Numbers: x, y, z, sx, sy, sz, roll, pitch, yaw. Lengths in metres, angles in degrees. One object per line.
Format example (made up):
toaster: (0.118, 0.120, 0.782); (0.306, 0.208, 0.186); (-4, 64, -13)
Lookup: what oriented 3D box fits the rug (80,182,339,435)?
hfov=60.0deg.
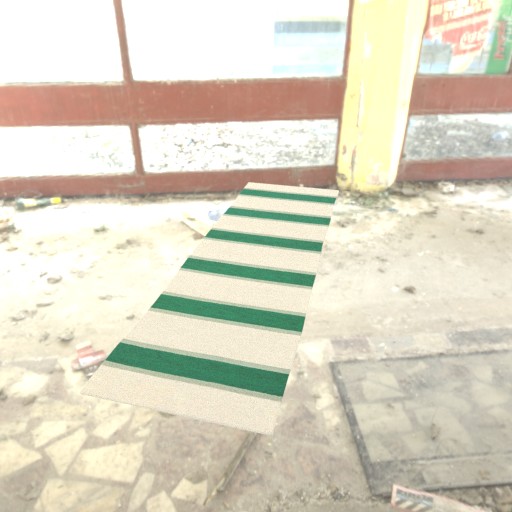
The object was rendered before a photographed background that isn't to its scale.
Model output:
rug: (0.000, 0.000, 2.649); (0.768, 0.012, 2.438); (7, 30, 13)
